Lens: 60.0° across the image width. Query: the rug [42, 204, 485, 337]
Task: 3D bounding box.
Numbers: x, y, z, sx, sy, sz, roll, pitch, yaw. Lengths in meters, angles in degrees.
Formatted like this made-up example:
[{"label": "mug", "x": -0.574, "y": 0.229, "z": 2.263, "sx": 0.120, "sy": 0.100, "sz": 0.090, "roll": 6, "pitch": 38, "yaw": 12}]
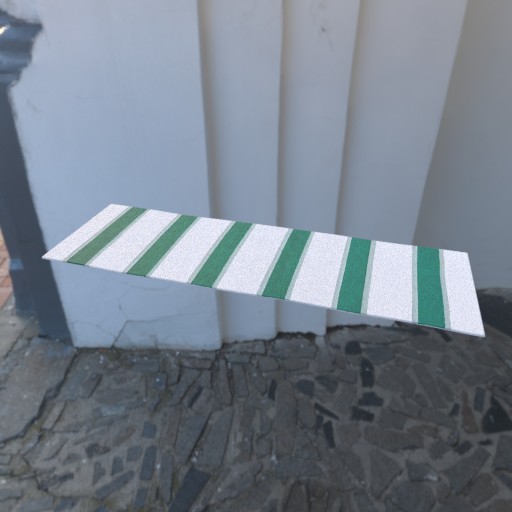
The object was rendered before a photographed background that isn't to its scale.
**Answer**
[{"label": "rug", "x": 0.000, "y": 0.000, "z": 2.655, "sx": 2.438, "sy": 0.012, "sz": 0.768, "roll": 9, "pitch": 33, "yaw": 14}]
